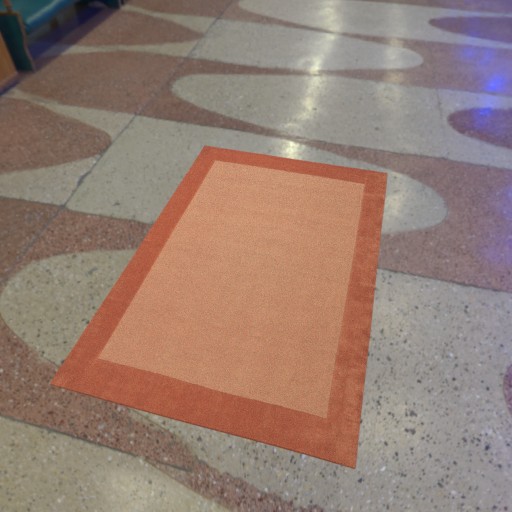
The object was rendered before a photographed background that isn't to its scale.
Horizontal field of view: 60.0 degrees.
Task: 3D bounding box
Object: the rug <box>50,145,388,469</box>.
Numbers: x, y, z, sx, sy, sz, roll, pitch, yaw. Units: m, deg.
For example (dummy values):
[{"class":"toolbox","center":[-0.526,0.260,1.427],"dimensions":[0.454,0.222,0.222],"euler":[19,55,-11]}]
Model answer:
[{"class":"rug","center":[0.000,0.000,2.279],"dimensions":[1.219,0.014,1.829],"euler":[11,47,11]}]
